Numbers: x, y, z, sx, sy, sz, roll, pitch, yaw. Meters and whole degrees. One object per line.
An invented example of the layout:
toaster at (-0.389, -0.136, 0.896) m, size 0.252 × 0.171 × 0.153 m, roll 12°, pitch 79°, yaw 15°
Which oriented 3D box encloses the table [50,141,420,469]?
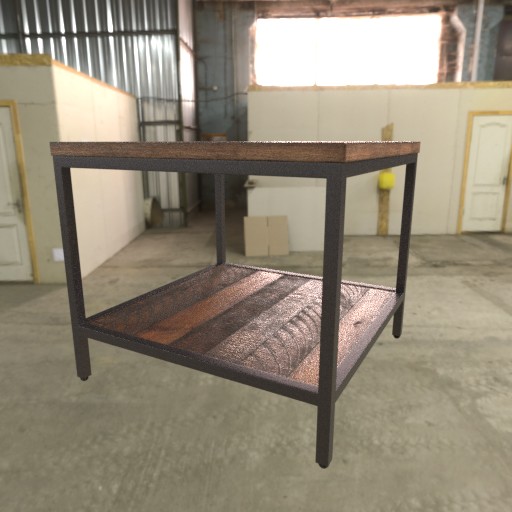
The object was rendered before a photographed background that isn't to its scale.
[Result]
table at (0.000, 0.000, 0.965) m, size 0.553 × 0.482 × 0.548 m, roll 8°, pitch 17°, yaw 28°
